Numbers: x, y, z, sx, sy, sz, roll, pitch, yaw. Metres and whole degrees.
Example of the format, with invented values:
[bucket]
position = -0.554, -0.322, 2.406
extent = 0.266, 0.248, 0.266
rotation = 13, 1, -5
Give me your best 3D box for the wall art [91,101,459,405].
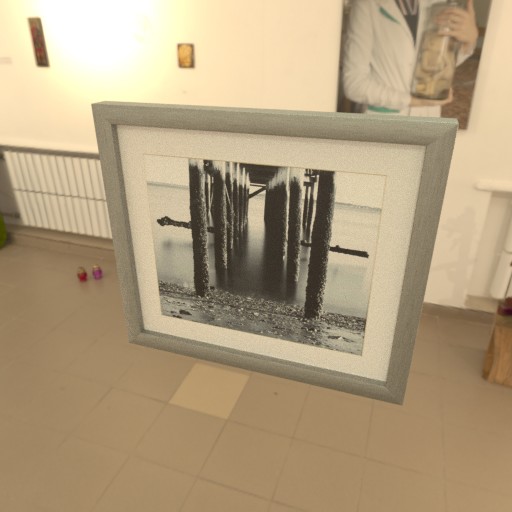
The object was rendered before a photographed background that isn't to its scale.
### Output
[wall art]
position = 0.000, 0.000, 0.523
extent = 0.380, 0.330, 0.028
rotation = 9, 28, 17
